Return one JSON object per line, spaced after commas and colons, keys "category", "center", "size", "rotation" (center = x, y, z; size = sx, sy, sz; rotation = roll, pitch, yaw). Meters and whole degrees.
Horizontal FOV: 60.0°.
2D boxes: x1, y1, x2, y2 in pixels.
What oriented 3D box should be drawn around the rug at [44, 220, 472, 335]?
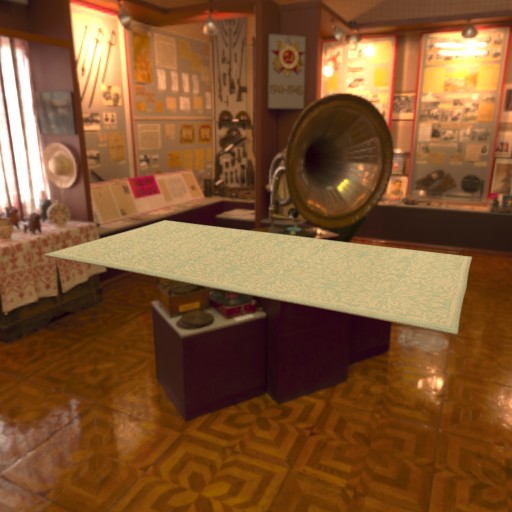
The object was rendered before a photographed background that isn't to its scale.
{"category": "rug", "center": [0.000, 0.000, 1.407], "size": [1.219, 0.007, 0.604], "rotation": [8, 18, 26]}
